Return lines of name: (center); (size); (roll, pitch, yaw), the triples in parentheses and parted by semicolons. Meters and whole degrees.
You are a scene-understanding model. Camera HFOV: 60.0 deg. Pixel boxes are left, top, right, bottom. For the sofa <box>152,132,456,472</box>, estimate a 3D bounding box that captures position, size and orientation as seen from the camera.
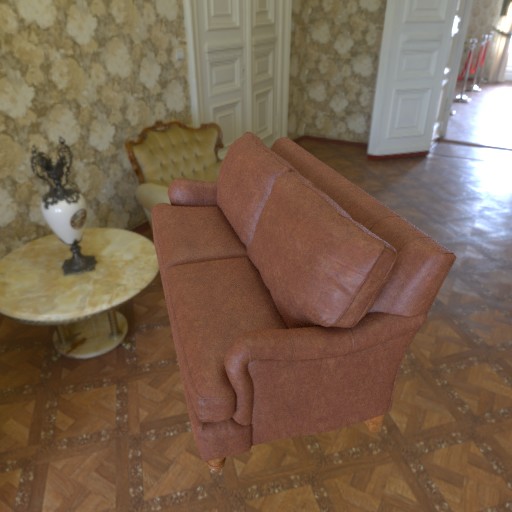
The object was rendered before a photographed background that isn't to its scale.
sofa: (0.000, 0.000, 2.743); (1.147, 1.071, 2.144); (-8, 30, -14)
